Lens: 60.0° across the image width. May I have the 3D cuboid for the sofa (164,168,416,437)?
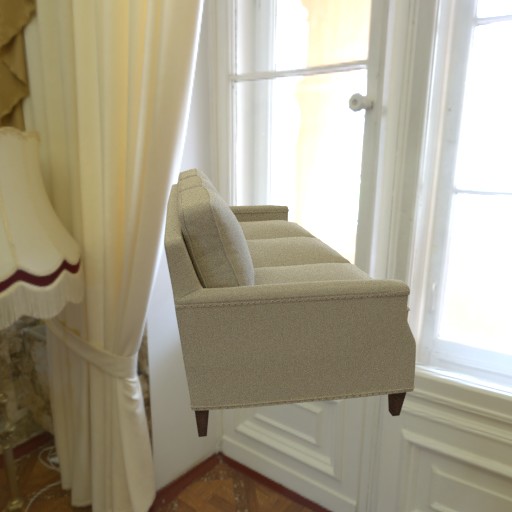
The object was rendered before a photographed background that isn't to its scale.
[{"bbox_3d":[0.000,0.000,2.852,1.084,1.003,2.246,-2,15,-9],"label":"sofa"}]
